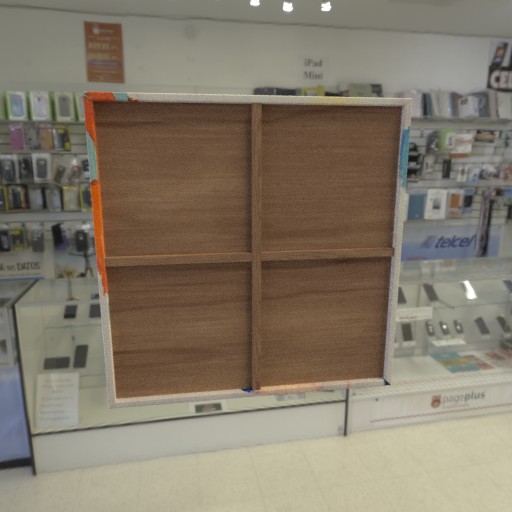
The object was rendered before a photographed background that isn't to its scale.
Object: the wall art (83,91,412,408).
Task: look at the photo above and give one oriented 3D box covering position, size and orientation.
[{"bbox_3d":[0.000,0.000,1.190,0.814,0.814,0.037,-2,13,-9],"label":"wall art"}]
